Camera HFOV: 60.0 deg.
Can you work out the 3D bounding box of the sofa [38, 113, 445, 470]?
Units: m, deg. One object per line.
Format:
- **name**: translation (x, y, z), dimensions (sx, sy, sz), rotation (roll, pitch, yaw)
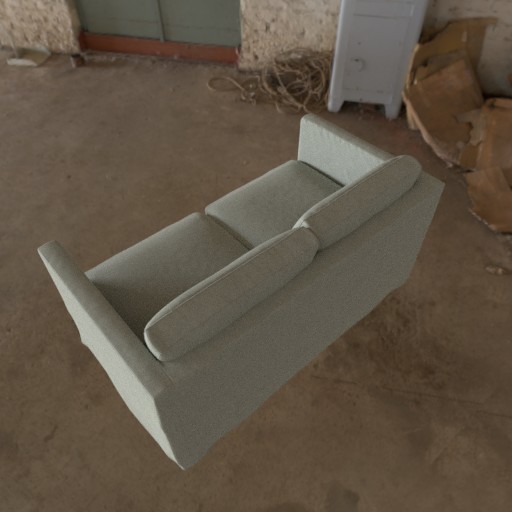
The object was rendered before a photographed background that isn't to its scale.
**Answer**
- **sofa**: translation (0.000, 0.000, 2.239), dimensions (1.727, 0.830, 0.944), rotation (-33, 55, -27)
